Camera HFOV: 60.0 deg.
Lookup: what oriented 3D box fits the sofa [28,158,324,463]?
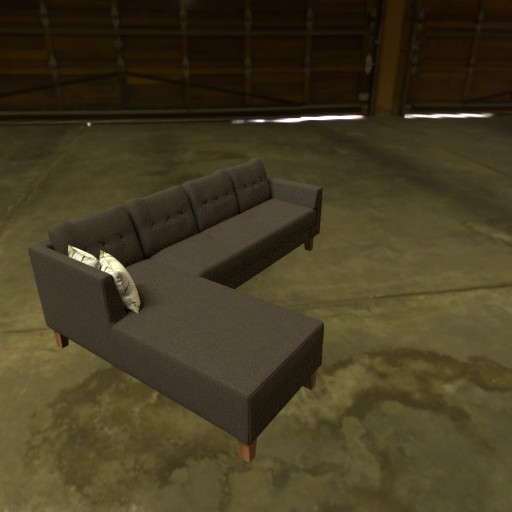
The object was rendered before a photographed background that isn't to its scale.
[{"bbox_3d":[0.000,0.000,3.546,1.829,0.932,2.679,17,30,31],"label":"sofa"}]
